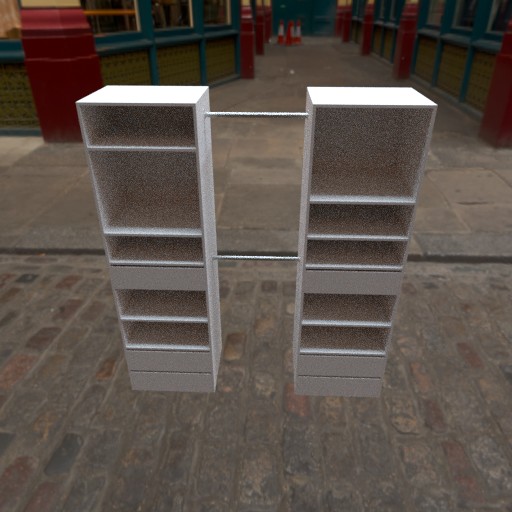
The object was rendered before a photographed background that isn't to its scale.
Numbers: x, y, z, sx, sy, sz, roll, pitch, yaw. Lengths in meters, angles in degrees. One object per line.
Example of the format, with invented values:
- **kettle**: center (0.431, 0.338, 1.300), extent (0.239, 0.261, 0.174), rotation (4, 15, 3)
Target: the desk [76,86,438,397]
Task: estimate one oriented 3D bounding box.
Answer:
- **desk**: center (0.000, 0.000, 2.875), extent (1.770, 2.000, 0.480), rotation (1, 30, 2)
